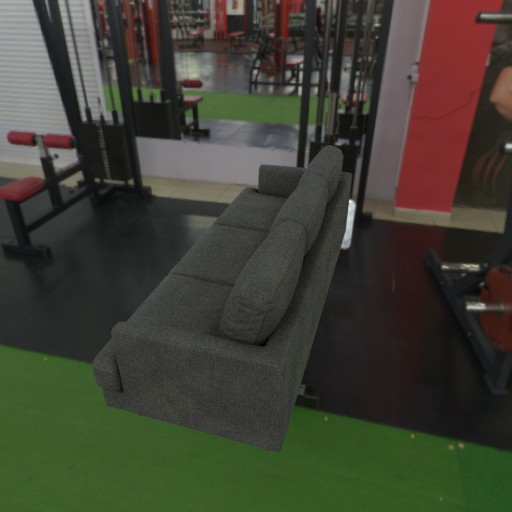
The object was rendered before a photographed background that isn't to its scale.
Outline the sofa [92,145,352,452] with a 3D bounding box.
[{"bbox_3d":[0.000,0.000,2.786,0.903,0.930,2.246,9,32,15],"label":"sofa"}]
